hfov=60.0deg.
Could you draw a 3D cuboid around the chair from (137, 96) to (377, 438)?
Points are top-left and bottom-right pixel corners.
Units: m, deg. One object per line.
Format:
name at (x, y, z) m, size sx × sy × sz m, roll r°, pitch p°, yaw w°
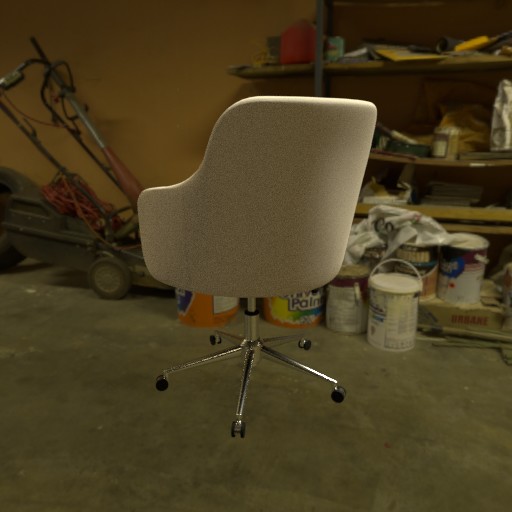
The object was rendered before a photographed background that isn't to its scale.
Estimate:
chair at (0.000, 0.000, 1.271) m, size 0.602 × 0.819 × 0.647 m, roll -8°, pitch 17°, yaw -28°
